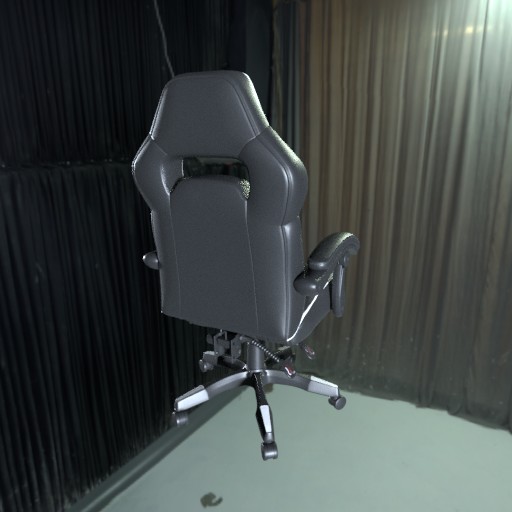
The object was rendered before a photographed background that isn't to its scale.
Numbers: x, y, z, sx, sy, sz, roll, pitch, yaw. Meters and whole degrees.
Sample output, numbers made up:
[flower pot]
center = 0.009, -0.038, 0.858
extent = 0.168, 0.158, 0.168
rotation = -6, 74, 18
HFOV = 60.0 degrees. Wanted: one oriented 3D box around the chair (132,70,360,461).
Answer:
[chair]
center = 0.000, 0.000, 1.629
extent = 0.676, 1.200, 0.700
rotation = 8, 18, 27
